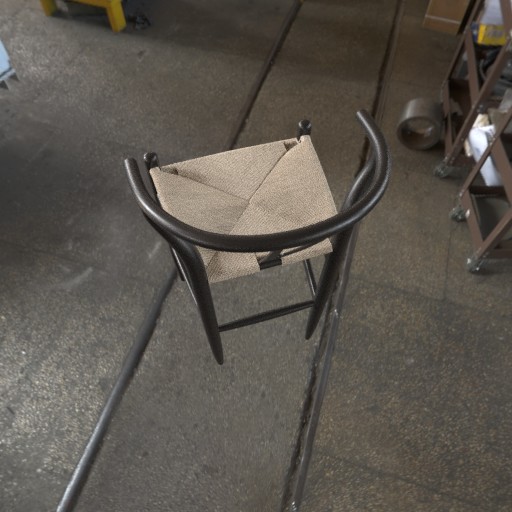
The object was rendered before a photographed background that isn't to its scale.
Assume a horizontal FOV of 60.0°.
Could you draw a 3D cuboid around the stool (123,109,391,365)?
[{"bbox_3d":[0.000,0.000,1.330,0.569,0.970,0.579,-14,58,-9],"label":"stool"}]
